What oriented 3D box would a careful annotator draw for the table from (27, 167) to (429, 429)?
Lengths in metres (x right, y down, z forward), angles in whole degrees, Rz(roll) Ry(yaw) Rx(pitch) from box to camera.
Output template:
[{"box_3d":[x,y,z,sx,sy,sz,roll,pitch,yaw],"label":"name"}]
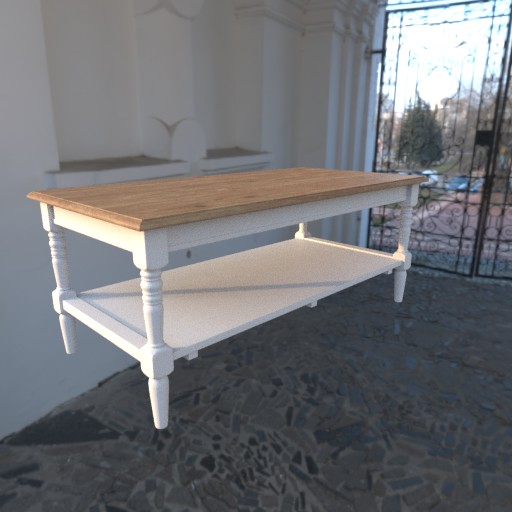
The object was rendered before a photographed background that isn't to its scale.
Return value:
[{"box_3d":[0.000,0.000,1.393,1.118,0.458,0.559,-15,22,-43],"label":"table"}]
